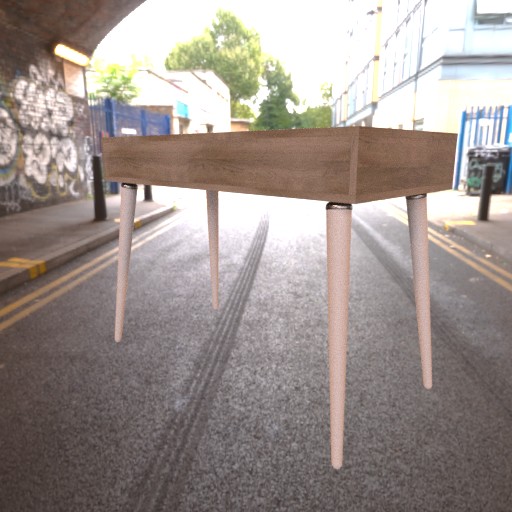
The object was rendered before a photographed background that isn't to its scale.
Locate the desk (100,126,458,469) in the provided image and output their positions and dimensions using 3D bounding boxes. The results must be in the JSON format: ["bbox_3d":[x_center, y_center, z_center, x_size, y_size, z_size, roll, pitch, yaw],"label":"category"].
[{"bbox_3d":[0.000,0.000,1.380,0.979,0.723,0.491,13,18,43],"label":"desk"}]
